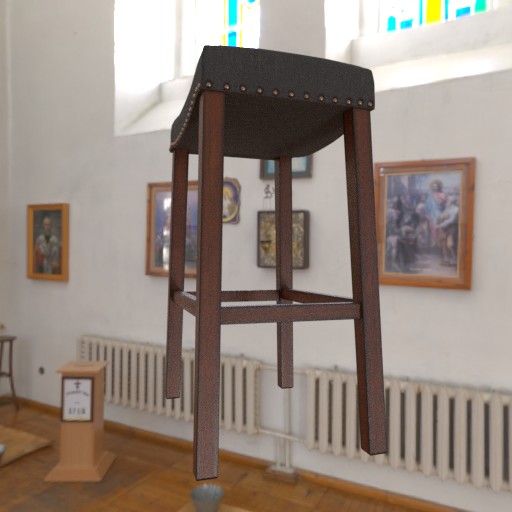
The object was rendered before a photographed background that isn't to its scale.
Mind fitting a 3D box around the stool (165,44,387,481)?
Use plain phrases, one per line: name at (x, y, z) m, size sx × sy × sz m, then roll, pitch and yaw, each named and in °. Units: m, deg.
stool at (0.000, 0.000, 1.034) m, size 0.366 × 0.760 × 0.502 m, roll 0°, pitch -1°, yaw -17°
